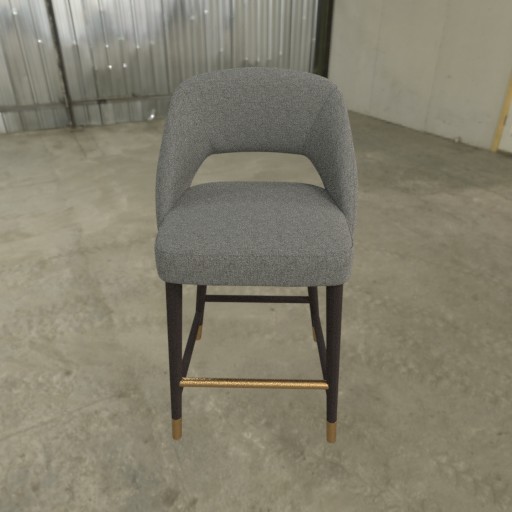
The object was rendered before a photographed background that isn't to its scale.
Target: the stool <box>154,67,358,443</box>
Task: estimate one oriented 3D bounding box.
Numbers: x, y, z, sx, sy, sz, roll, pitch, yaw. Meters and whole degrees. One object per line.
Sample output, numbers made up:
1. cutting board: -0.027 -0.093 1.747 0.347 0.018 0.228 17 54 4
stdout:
1. stool: 0.000 0.000 1.248 0.536 0.925 0.524 1 31 1
